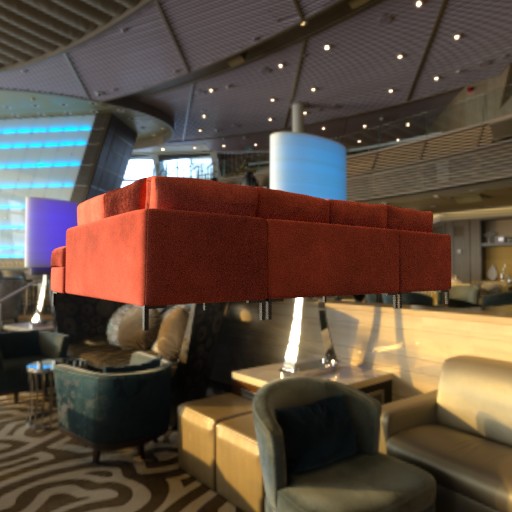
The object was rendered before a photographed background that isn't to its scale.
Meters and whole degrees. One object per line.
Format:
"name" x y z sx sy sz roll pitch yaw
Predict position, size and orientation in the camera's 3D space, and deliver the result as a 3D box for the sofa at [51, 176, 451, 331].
"sofa" 0.000 0.000 3.902 2.971 0.858 1.981 1 -2 -37
